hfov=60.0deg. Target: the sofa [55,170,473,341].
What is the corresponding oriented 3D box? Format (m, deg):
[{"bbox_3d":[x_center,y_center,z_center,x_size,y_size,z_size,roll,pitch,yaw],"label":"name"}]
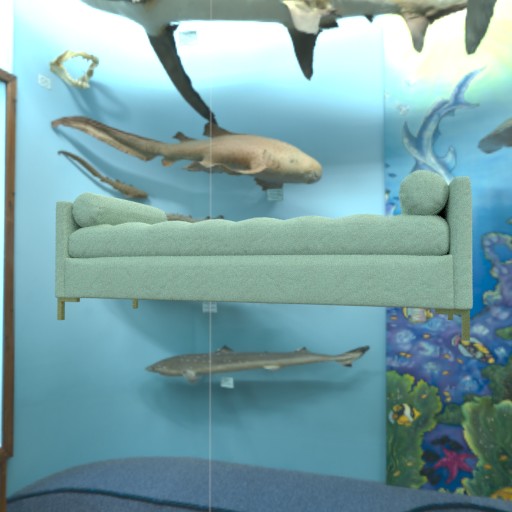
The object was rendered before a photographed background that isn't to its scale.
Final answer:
[{"bbox_3d":[0.000,0.000,2.451,2.102,0.705,0.796,0,-1,19],"label":"sofa"}]
